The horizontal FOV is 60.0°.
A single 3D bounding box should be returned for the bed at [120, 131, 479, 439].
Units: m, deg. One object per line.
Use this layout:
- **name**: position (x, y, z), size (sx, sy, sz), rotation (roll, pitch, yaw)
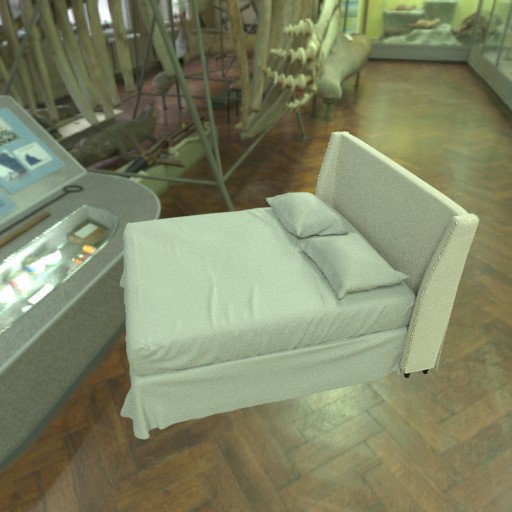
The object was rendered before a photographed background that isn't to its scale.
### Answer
- **bed**: position (0.000, 0.000, 3.495), size (2.276, 1.332, 1.925), rotation (-8, 33, -13)
